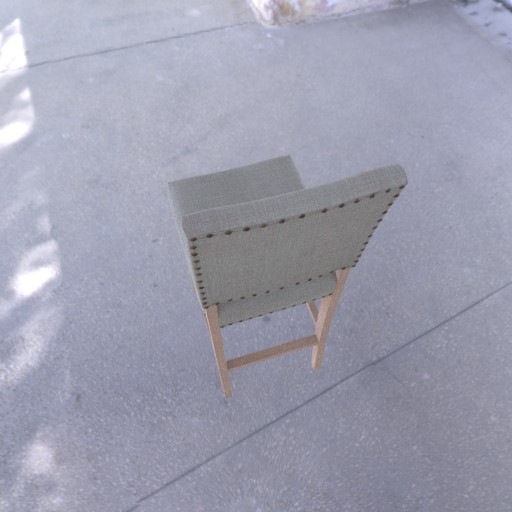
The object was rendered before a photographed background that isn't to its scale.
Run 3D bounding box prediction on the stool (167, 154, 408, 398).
[{"bbox_3d":[0.000,0.000,1.431,0.445,1.173,0.585,-15,59,-9],"label":"stool"}]
